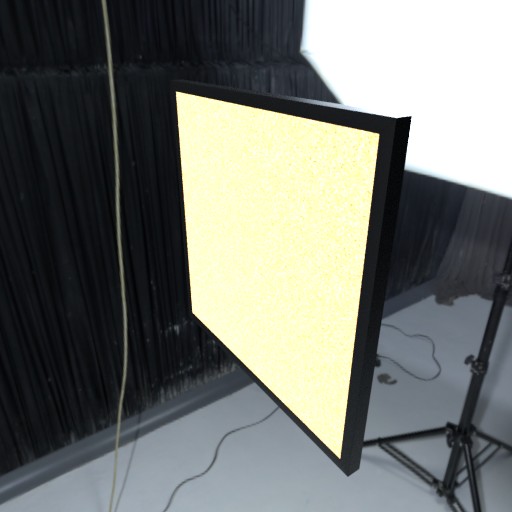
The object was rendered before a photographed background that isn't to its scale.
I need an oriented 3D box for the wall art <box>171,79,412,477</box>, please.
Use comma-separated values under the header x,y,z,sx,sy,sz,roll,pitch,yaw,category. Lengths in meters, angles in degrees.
x,y,z,sx,sy,sz,roll,pitch,yaw,category
0.000,0.000,1.086,0.036,0.755,0.756,-17,31,-31,wall art
